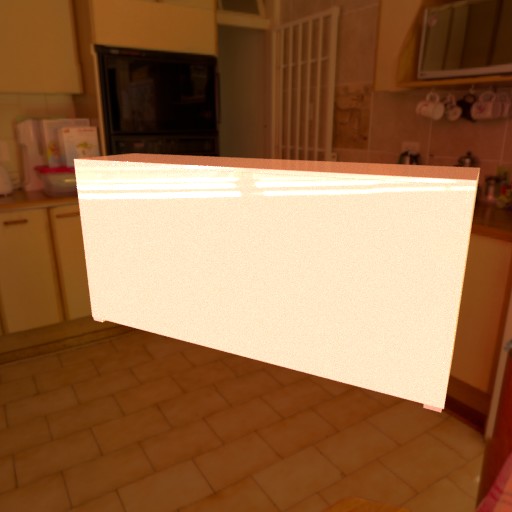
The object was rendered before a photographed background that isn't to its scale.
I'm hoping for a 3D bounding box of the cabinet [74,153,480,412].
[{"bbox_3d":[0.000,0.000,1.940,1.650,0.800,0.400,8,19,26],"label":"cabinet"}]
